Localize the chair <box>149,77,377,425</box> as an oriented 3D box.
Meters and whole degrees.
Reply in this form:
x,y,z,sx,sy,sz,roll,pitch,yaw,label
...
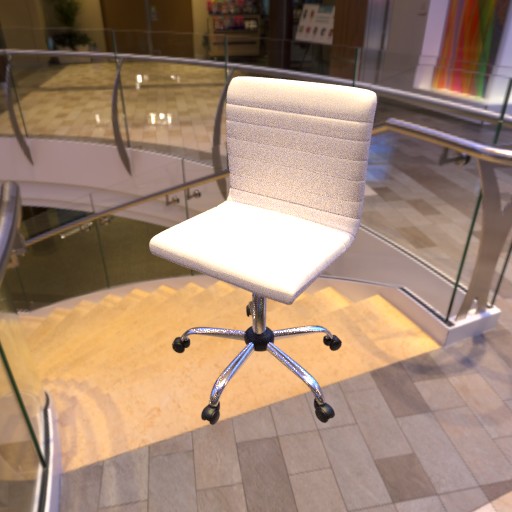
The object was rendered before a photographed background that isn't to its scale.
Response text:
x,y,z,sx,sy,sz,roll,pitch,yaw,label
0.000,0.000,1.071,0.520,0.750,0.455,18,35,28,chair
